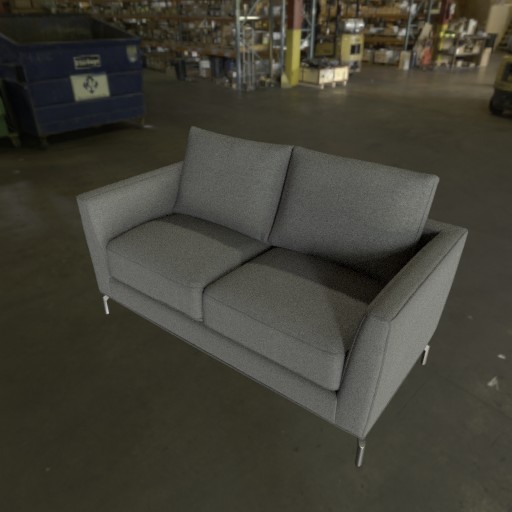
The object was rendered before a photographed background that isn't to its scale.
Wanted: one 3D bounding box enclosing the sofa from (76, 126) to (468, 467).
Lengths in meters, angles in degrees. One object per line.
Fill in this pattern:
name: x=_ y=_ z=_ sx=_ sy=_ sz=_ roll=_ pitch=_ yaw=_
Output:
sofa: x=0.000 y=0.000 z=2.070 sx=1.594 sy=0.924 sz=0.803 roll=21 pitch=35 yaw=32
